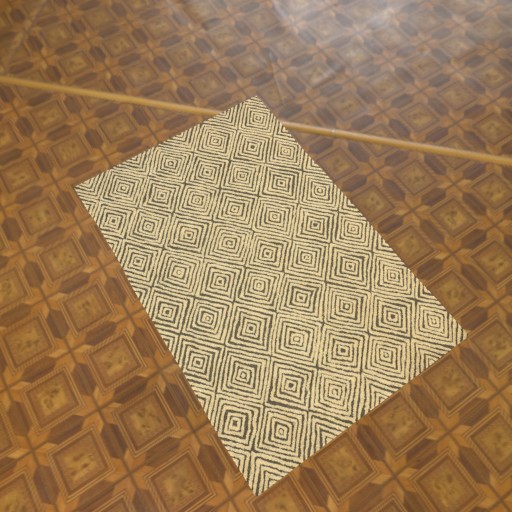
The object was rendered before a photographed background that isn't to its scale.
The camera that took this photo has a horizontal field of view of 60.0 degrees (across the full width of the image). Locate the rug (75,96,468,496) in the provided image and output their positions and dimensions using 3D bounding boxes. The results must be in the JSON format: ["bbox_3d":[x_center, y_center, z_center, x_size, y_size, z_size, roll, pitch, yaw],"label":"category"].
[{"bbox_3d":[0.000,0.000,2.195,1.177,0.004,1.750,-31,69,-14],"label":"rug"}]
